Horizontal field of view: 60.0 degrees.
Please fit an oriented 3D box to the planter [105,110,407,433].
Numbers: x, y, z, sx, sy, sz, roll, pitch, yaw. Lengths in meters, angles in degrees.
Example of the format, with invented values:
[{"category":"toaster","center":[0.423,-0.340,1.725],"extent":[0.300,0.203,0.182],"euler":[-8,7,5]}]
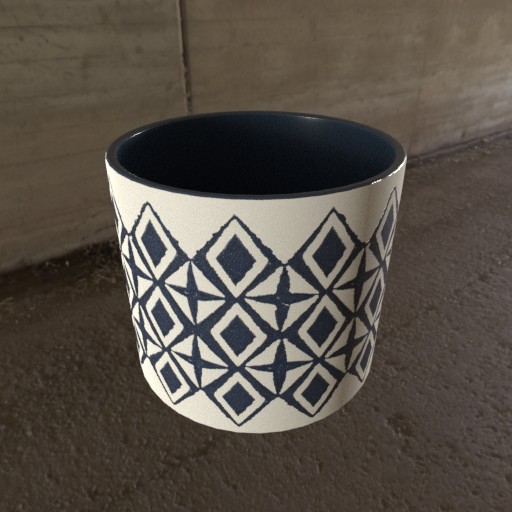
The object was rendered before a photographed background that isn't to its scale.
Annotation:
[{"category":"planter","center":[0.000,0.000,0.277],"extent":[0.159,0.144,0.159],"euler":[0,30,0]}]
